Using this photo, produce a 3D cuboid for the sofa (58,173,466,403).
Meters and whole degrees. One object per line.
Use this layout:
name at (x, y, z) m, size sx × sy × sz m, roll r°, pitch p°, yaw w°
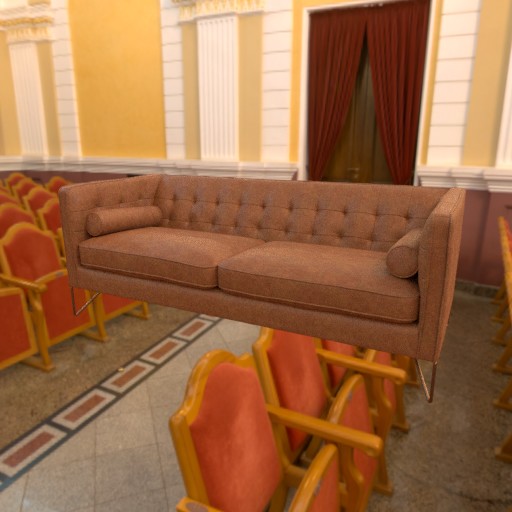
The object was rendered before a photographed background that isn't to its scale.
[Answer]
sofa at (0.000, 0.000, 2.520) m, size 2.079 × 0.798 × 0.912 m, roll 8°, pitch 17°, yaw 26°
